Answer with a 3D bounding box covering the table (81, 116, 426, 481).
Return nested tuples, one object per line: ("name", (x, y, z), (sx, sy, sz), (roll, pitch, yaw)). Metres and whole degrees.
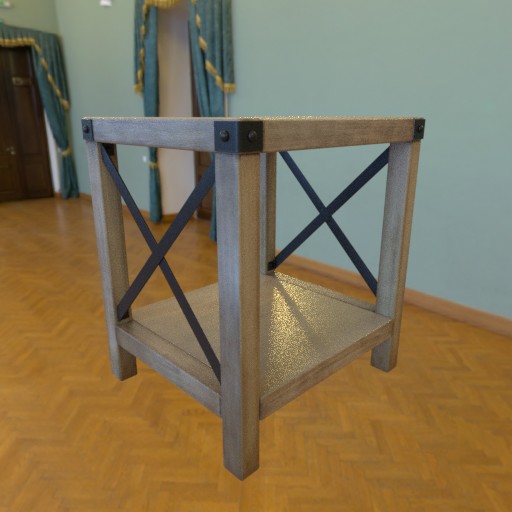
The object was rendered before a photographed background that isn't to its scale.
("table", (0.000, 0.000, 0.937), (0.510, 0.561, 0.459), (-16, 24, -42))
